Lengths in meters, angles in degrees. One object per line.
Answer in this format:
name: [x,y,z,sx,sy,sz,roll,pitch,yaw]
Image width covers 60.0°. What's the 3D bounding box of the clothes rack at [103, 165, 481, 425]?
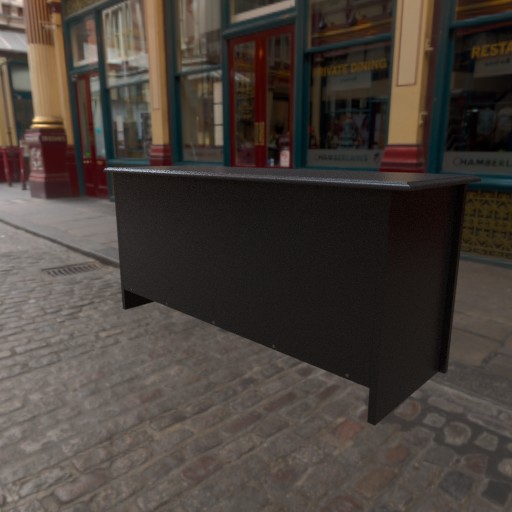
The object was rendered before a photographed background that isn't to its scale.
clothes rack: [0.000,0.000,1.469,1.219,0.556,0.406,12,18,43]
